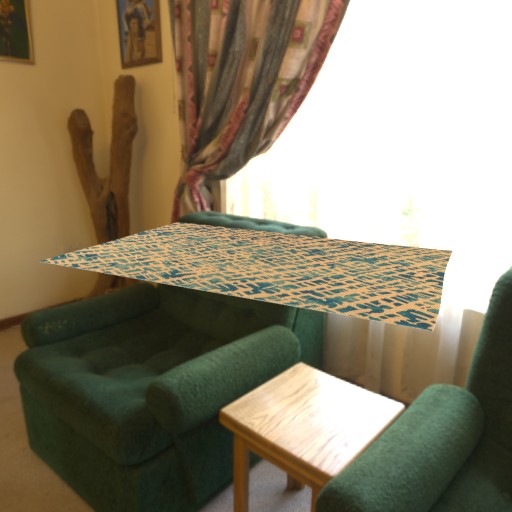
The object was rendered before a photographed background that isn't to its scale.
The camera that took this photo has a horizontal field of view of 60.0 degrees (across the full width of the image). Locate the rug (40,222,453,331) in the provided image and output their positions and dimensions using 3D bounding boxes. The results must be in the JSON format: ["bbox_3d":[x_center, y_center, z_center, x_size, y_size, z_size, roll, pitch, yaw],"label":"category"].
[{"bbox_3d":[0.000,0.000,3.067,2.447,0.011,1.520,7,17,25],"label":"rug"}]
